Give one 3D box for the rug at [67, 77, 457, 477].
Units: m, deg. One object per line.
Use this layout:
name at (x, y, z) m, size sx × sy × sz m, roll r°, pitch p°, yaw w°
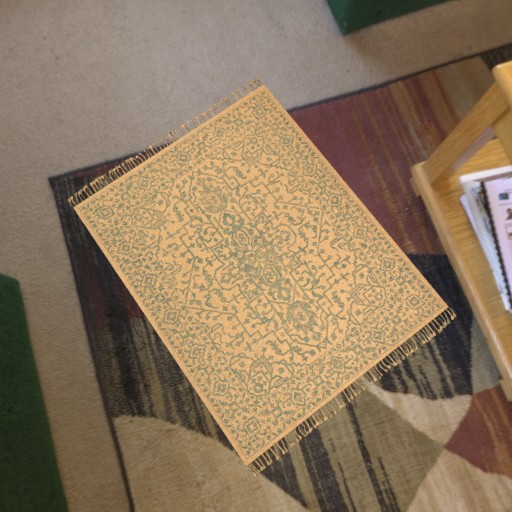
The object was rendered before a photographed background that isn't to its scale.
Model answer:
rug at (0.000, 0.000, 4.453) m, size 2.464 × 0.010 × 3.327 m, roll -35°, pitch 79°, yaw -8°
